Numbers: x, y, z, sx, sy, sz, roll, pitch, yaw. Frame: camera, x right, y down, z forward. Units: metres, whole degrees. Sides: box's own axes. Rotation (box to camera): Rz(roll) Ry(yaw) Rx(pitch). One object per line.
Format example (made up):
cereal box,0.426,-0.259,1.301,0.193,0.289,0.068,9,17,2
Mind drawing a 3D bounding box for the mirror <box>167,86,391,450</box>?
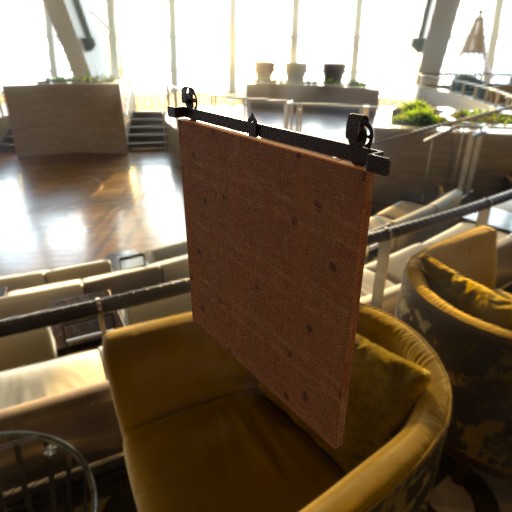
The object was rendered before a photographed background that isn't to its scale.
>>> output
mirror,0.000,0.000,1.185,0.054,0.800,0.805,-18,32,-33
